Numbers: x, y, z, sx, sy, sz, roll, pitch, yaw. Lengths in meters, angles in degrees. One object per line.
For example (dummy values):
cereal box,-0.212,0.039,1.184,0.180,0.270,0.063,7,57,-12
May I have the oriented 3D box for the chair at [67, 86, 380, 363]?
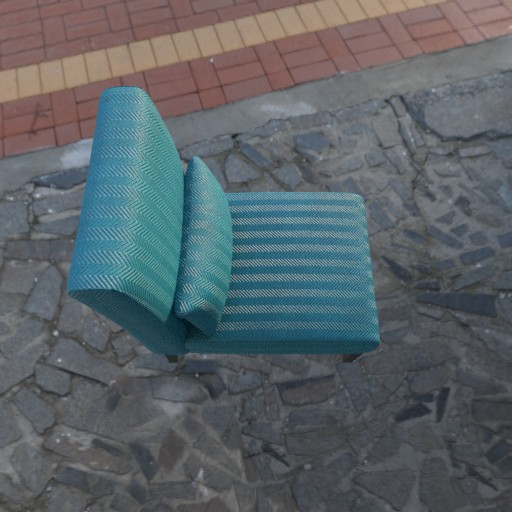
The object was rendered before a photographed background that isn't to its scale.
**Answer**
chair,0.000,0.000,1.441,0.808,0.927,0.579,0,67,0
